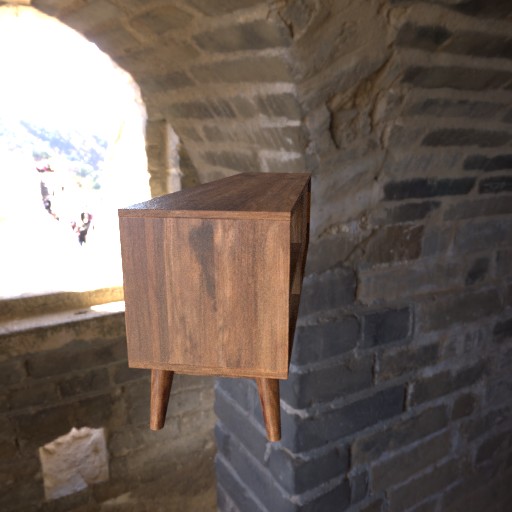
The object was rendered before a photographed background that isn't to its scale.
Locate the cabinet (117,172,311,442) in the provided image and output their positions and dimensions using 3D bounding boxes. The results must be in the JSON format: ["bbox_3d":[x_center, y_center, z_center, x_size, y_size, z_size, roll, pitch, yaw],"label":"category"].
[{"bbox_3d":[0.000,0.000,1.622,0.349,0.528,1.448,2,14,8],"label":"cabinet"}]
